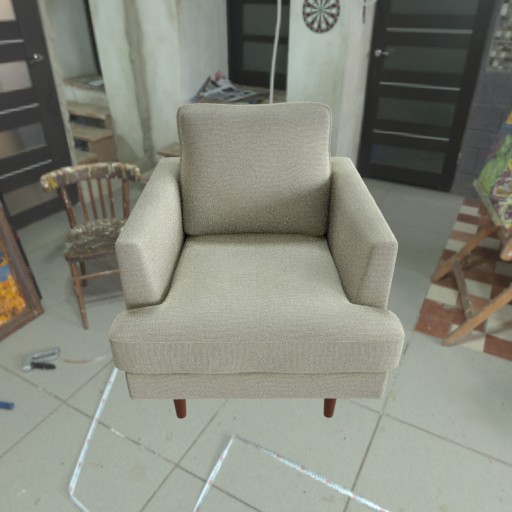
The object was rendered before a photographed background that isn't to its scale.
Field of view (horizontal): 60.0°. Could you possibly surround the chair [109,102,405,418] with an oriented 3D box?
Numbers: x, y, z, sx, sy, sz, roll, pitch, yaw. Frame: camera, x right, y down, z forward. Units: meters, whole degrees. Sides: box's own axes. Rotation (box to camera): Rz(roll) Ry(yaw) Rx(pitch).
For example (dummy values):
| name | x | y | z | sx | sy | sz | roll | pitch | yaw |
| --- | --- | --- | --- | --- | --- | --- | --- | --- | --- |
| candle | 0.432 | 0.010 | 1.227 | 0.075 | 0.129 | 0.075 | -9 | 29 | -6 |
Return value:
| name | x | y | z | sx | sy | sz | roll | pitch | yaw |
| --- | --- | --- | --- | --- | --- | --- | --- | --- | --- |
| chair | 0.000 | 0.000 | 1.619 | 0.858 | 0.957 | 0.899 | 0 | 31 | 0 |
